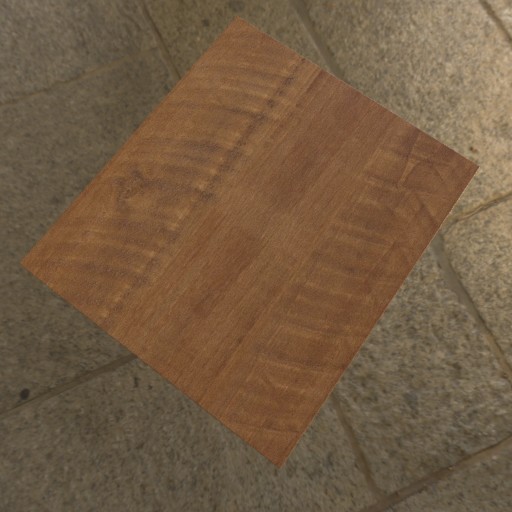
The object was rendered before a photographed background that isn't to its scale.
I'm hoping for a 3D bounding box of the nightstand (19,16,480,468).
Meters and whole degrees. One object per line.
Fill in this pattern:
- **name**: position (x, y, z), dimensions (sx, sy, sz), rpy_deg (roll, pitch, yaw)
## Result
- **nightstand**: position (0.000, 0.000, 0.850), dimensions (0.436, 0.491, 0.493), rpy_deg (35, 79, 8)
